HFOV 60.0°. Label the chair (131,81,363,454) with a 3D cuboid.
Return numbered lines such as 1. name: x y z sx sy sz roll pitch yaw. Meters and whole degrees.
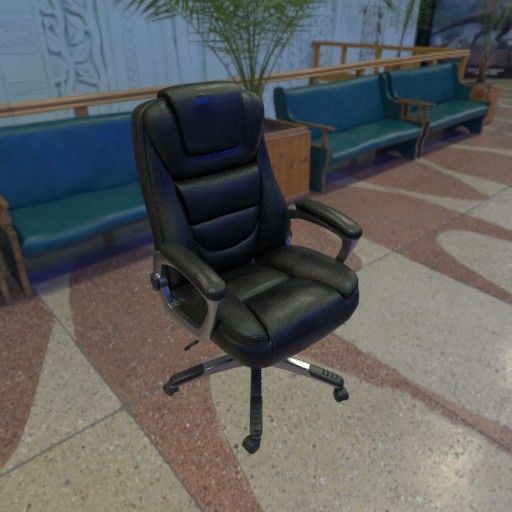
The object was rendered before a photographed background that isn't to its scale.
1. chair: 0.000 0.000 1.538 0.697 1.075 0.689 -22 36 -33
